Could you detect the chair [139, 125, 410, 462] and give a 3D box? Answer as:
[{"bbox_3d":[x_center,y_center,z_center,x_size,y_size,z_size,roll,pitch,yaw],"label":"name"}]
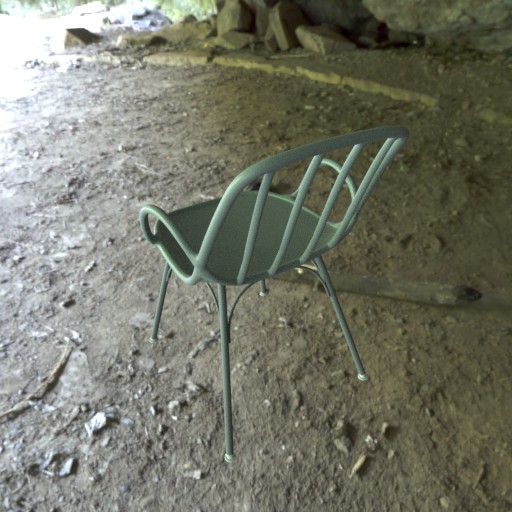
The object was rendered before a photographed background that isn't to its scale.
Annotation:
[{"bbox_3d":[0.000,0.000,1.210,0.549,0.816,0.597,-20,38,-28],"label":"chair"}]
